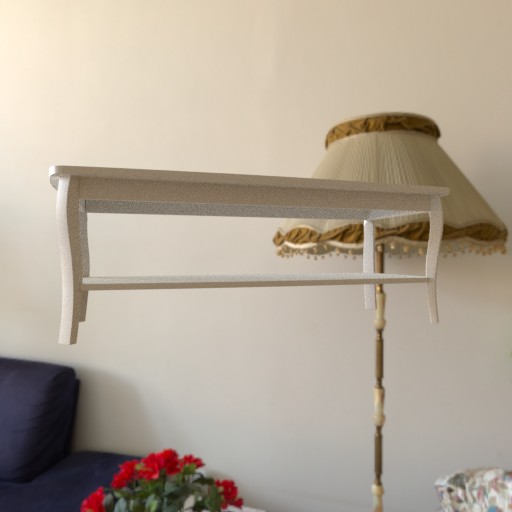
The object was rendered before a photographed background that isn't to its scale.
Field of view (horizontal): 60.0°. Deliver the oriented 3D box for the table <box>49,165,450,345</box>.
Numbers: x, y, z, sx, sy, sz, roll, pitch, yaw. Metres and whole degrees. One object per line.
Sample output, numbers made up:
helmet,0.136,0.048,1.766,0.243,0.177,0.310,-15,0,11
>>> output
table,0.000,0.000,1.586,1.334,0.474,0.561,0,0,-18
